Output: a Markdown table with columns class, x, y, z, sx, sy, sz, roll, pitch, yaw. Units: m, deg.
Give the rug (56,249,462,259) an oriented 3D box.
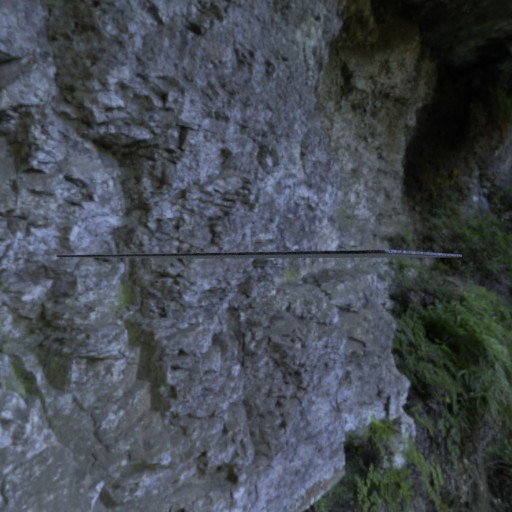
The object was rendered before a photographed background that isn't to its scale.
| class | x | y | z | sx | sy | sz | roll | pitch | yaw |
| --- | --- | --- | --- | --- | --- | --- | --- | --- | --- |
| rug | 0.000 | 0.000 | 2.269 | 1.752 | 0.013 | 1.158 | -1 | -1 | 35 |
